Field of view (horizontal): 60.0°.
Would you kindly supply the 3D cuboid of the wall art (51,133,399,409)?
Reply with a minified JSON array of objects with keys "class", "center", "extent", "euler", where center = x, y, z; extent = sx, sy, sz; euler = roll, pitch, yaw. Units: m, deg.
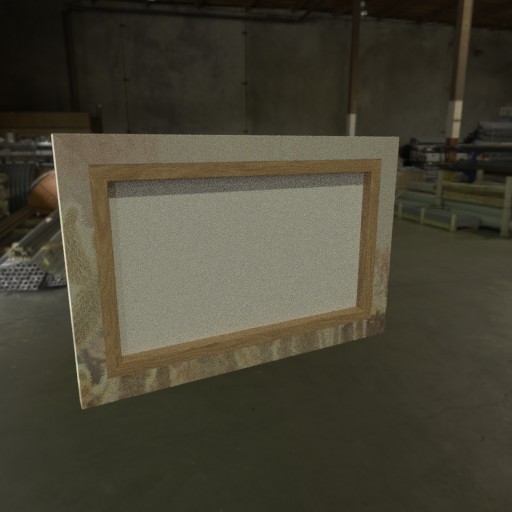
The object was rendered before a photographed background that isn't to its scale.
[{"class":"wall art","center":[0.000,0.000,1.161],"extent":[0.916,0.608,0.040],"euler":[-7,16,-27]}]
